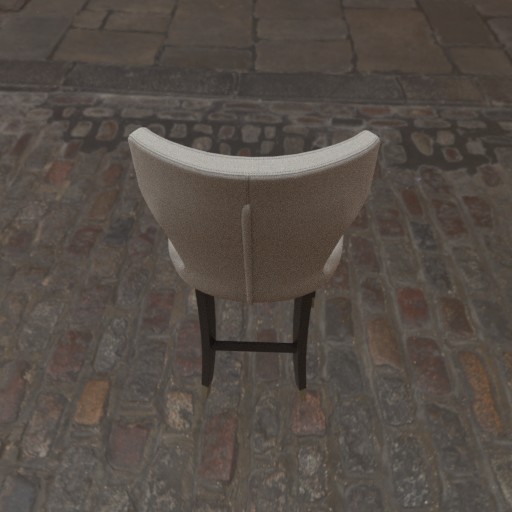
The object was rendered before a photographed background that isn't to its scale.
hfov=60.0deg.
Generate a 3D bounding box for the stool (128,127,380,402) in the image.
[{"bbox_3d":[0.000,0.000,1.390,0.526,1.092,0.563,2,48,1],"label":"stool"}]
